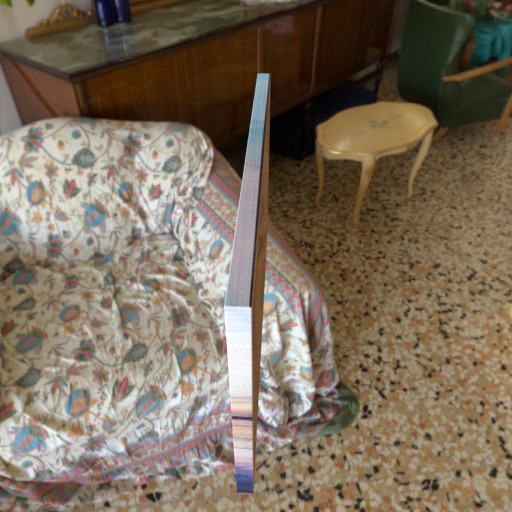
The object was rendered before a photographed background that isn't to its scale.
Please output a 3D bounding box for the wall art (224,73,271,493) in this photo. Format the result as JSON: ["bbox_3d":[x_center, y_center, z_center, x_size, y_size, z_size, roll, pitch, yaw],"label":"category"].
[{"bbox_3d":[0.000,0.000,1.130,0.037,0.605,0.911,2,41,2],"label":"wall art"}]
